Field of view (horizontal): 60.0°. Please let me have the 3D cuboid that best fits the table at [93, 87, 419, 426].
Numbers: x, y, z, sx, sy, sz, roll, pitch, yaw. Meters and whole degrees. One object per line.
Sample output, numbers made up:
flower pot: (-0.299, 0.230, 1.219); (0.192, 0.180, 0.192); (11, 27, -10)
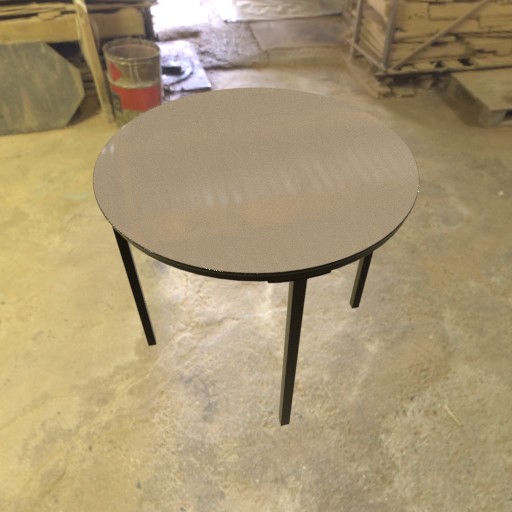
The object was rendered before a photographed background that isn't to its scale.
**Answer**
table: (0.000, 0.000, 0.855); (0.499, 0.443, 0.499); (0, 45, 0)
